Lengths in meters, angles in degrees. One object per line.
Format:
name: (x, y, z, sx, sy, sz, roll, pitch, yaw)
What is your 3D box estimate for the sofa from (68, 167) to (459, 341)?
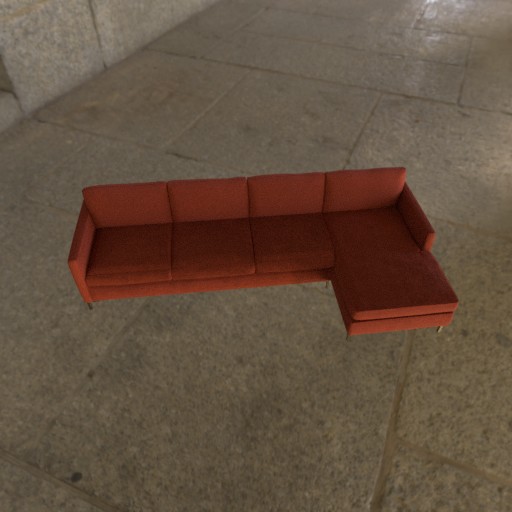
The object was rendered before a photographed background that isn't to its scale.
sofa: (0.000, 0.000, 3.638, 2.932, 0.810, 1.350, -4, 46, -4)
